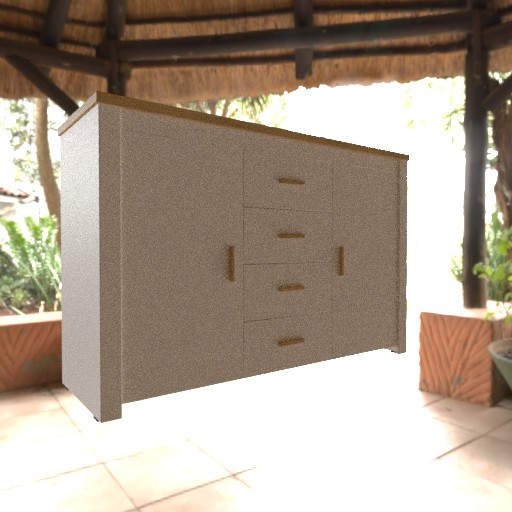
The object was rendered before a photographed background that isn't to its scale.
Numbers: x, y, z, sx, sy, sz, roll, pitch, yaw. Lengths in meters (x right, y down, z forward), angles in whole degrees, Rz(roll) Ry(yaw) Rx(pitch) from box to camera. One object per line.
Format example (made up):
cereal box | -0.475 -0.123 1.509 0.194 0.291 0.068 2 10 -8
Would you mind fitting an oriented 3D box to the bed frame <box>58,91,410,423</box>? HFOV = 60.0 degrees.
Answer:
bed frame | 0.000 0.000 1.673 1.300 0.850 0.430 -1 1 -36
